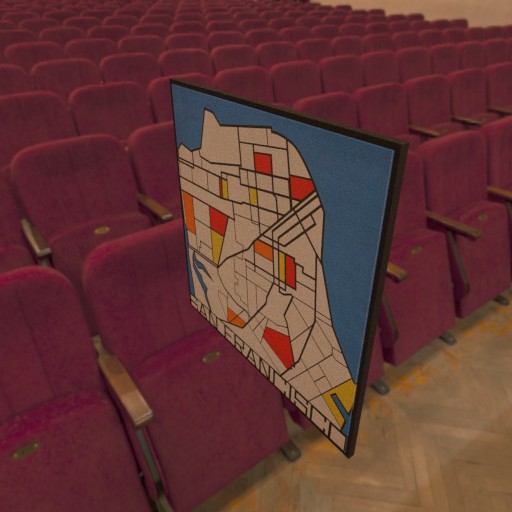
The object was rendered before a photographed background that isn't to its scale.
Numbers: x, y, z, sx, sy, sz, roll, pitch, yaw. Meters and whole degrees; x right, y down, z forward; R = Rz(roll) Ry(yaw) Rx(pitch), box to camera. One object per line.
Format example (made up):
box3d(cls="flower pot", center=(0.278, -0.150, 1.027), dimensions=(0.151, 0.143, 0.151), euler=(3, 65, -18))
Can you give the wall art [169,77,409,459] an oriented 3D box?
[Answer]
box3d(cls="wall art", center=(0.000, 0.000, 0.681), dimensions=(0.013, 0.457, 0.458), euler=(-21, 36, -31))
